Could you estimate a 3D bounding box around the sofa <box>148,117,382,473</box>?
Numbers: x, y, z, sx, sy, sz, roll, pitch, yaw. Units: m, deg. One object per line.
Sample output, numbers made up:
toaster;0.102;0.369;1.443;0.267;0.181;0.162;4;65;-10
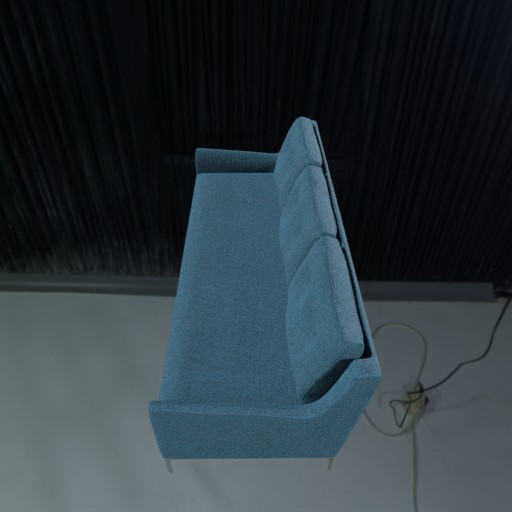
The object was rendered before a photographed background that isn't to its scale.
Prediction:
sofa;0.000;0.000;2.489;0.849;0.837;2.060;0;41;0
